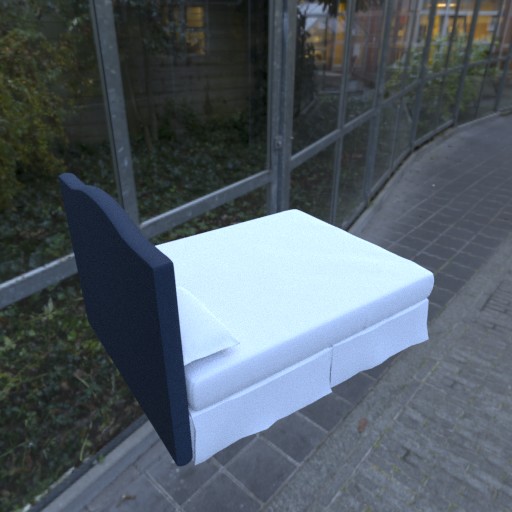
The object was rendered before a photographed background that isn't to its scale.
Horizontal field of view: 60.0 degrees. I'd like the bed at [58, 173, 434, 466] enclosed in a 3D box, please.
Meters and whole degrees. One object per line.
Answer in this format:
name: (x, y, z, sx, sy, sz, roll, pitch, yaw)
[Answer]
bed: (0.000, 0.000, 3.421, 2.282, 1.436, 1.821, -18, 32, -31)
